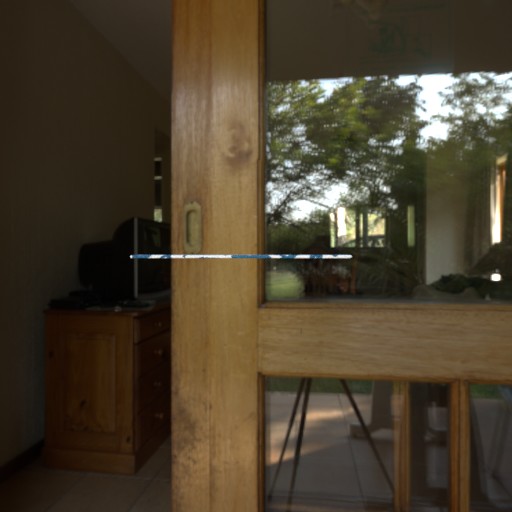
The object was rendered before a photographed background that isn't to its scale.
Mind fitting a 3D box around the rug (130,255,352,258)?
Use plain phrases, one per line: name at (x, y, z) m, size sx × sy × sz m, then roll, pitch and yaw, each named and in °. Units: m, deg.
rug at (0.000, 0.000, 2.704) m, size 0.750 × 0.011 × 2.435 m, roll 0°, pitch 0°, yaw 3°
